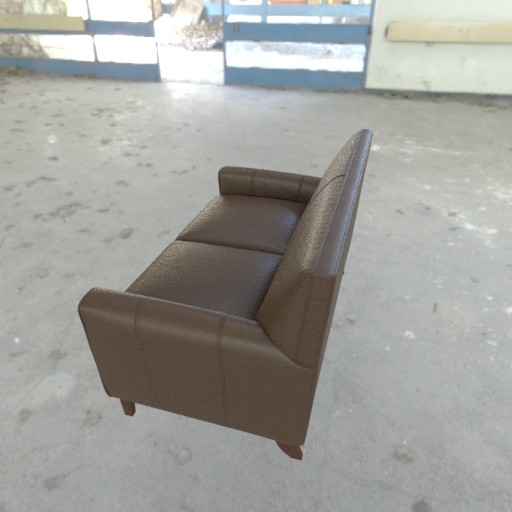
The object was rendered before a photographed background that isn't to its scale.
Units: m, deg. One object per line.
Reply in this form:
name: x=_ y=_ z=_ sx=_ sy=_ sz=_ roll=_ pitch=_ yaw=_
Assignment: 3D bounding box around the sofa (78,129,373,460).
sofa: x=0.000 y=0.000 z=2.035 sx=0.853 sy=0.859 sz=1.468 roll=8 pitch=32 yaw=14
